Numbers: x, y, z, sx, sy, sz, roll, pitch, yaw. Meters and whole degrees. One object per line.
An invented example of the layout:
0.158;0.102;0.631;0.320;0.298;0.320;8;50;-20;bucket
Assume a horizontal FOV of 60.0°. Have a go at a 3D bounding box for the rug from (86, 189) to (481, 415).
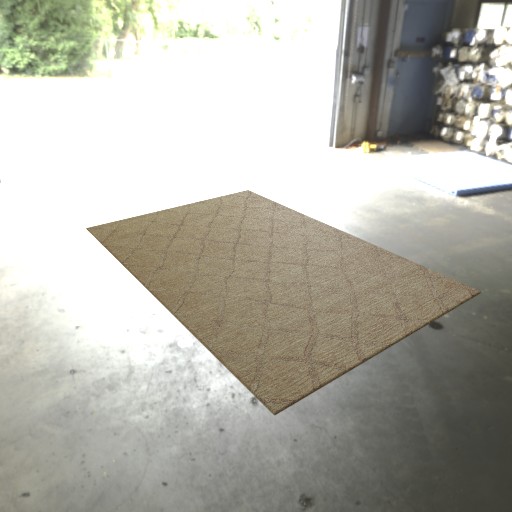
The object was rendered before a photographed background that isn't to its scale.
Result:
0.000;0.000;2.967;1.528;0.014;2.292;-19;32;-32;rug
